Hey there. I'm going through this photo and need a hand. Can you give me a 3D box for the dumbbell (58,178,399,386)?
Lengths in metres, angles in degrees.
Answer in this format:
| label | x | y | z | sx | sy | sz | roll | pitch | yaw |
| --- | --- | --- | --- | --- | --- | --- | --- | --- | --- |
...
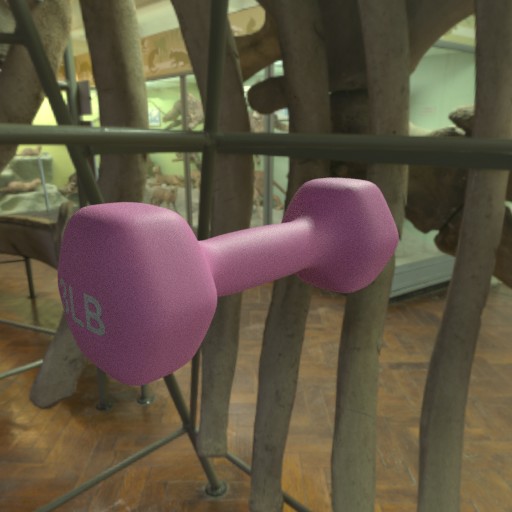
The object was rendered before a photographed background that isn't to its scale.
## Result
| label | x | y | z | sx | sy | sz | roll | pitch | yaw |
| --- | --- | --- | --- | --- | --- | --- | --- | --- | --- |
| dumbbell | 0.000 | 0.000 | 0.193 | 0.159 | 0.058 | 0.064 | -15 | 21 | -43 |
